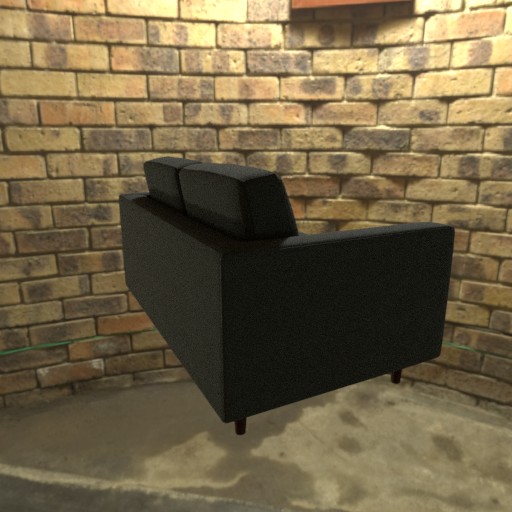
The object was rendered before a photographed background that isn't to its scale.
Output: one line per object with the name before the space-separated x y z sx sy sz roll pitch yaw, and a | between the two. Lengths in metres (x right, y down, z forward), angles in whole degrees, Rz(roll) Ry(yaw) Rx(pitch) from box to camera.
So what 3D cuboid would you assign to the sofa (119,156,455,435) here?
sofa | 0.000 0.000 2.168 0.999 0.930 1.518 -8 17 -26
